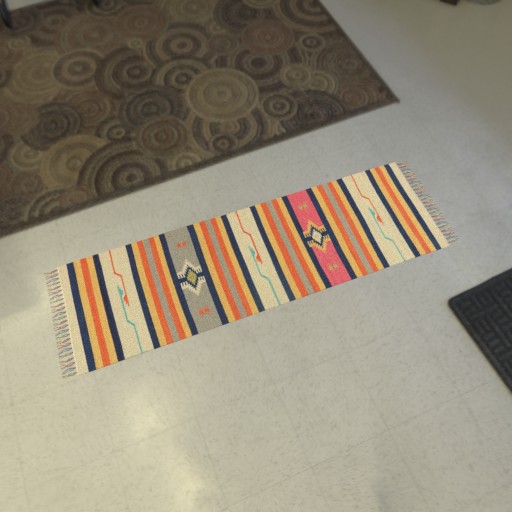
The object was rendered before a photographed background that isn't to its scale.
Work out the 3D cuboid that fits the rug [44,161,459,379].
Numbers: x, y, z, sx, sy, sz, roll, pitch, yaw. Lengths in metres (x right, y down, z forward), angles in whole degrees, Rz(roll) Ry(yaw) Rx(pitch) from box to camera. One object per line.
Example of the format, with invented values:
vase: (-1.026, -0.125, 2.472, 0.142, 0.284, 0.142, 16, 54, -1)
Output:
rug: (0.000, 0.000, 2.702, 2.455, 0.017, 0.695, -18, 64, -9)
